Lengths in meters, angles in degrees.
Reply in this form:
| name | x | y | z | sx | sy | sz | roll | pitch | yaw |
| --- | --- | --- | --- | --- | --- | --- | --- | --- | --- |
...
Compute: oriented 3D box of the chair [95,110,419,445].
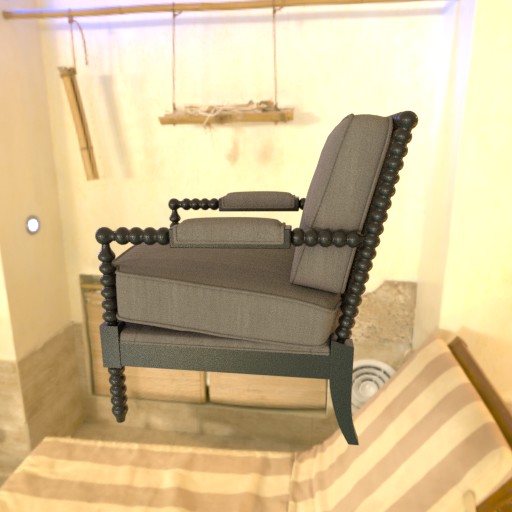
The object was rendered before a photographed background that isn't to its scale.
| name | x | y | z | sx | sy | sz | roll | pitch | yaw |
| --- | --- | --- | --- | --- | --- | --- | --- | --- | --- |
| chair | 0.000 | 0.000 | 1.099 | 0.622 | 0.661 | 0.540 | 2 | 15 | 7 |
